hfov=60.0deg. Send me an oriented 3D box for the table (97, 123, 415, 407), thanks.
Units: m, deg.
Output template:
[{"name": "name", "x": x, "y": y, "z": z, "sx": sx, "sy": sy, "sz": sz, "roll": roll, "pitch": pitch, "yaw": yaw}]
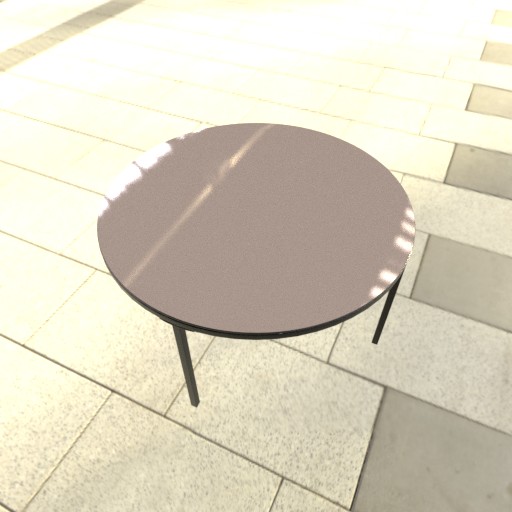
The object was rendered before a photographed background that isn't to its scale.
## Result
[{"name": "table", "x": 0.000, "y": 0.000, "z": 1.289, "sx": 0.800, "sy": 0.400, "sz": 0.800, "roll": 0, "pitch": 46, "yaw": 0}]
